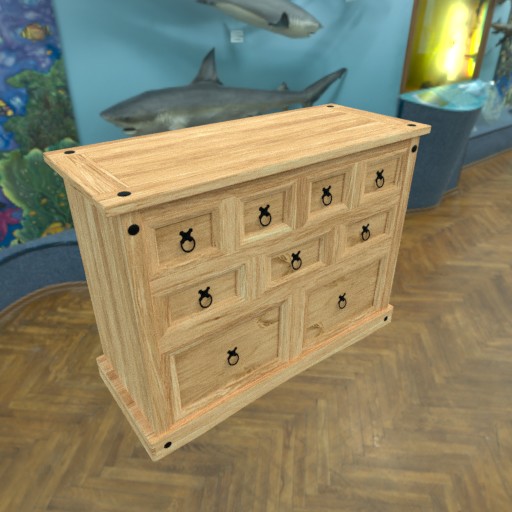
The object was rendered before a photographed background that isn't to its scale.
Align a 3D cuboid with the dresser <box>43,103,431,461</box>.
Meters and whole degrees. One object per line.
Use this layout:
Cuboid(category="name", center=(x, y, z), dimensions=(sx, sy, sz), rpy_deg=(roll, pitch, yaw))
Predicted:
Cuboid(category="dresser", center=(0.000, 0.000, 1.376), dimensions=(0.990, 0.740, 0.410), rpy_deg=(-21, 36, -31))
